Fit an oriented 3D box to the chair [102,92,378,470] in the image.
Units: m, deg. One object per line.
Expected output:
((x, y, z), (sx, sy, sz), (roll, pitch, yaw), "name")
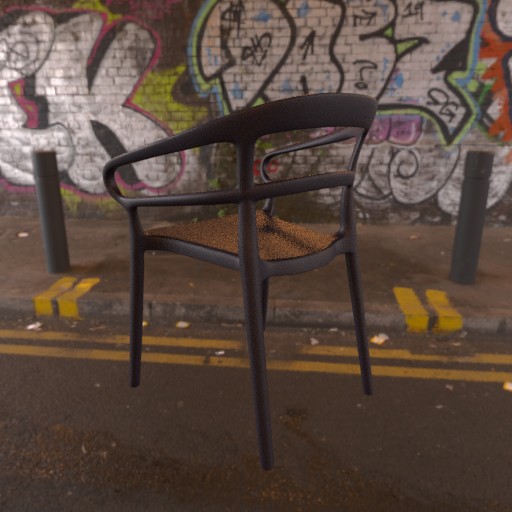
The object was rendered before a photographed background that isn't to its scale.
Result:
((0.000, 0.000, 1.132), (0.559, 0.761, 0.527), (-15, 23, -41), "chair")
